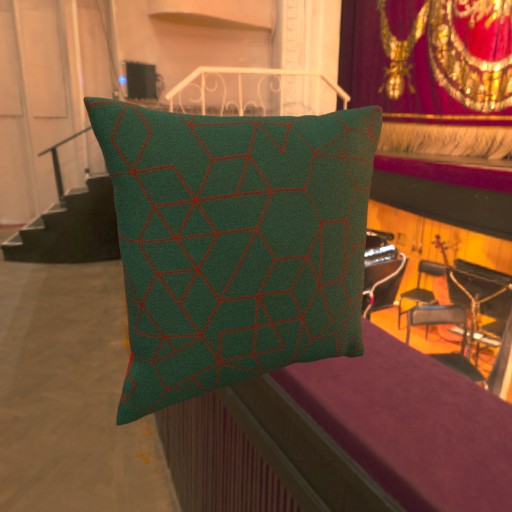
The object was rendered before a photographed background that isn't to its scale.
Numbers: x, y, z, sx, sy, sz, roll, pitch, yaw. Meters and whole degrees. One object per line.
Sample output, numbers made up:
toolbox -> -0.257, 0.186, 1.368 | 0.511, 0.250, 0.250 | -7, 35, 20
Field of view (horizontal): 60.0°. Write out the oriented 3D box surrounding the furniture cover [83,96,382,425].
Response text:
furniture cover -> 0.000, 0.000, 0.769 | 0.517, 0.508, 0.158 | -9, 19, -27
